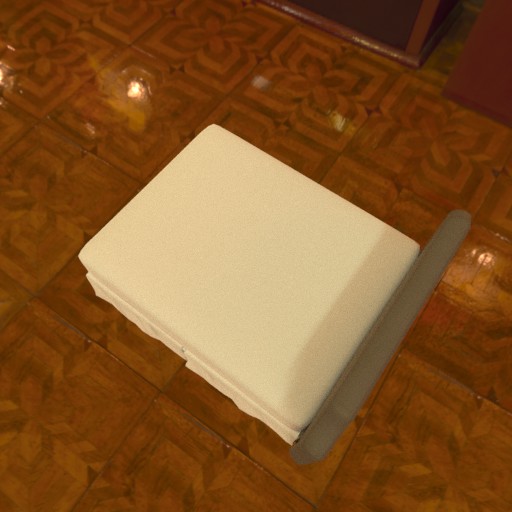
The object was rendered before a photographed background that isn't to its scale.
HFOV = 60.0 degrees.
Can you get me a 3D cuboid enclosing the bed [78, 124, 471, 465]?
[{"bbox_3d":[0.000,0.000,3.222,2.181,1.297,1.831,34,69,15],"label":"bed"}]
